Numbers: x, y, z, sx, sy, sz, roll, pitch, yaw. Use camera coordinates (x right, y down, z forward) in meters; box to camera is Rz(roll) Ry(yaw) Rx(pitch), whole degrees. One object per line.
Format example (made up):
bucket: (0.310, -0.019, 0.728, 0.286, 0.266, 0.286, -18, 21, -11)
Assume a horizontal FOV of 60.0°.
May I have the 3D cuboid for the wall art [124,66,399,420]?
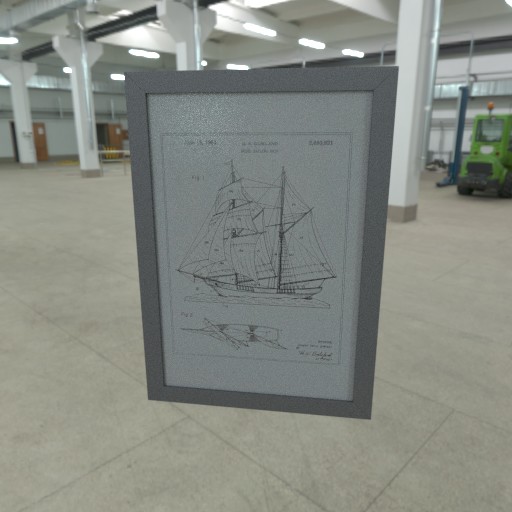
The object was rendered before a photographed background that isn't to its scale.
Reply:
wall art: (0.000, 0.000, 0.682, 0.380, 0.534, 0.013, 2, 16, 8)
